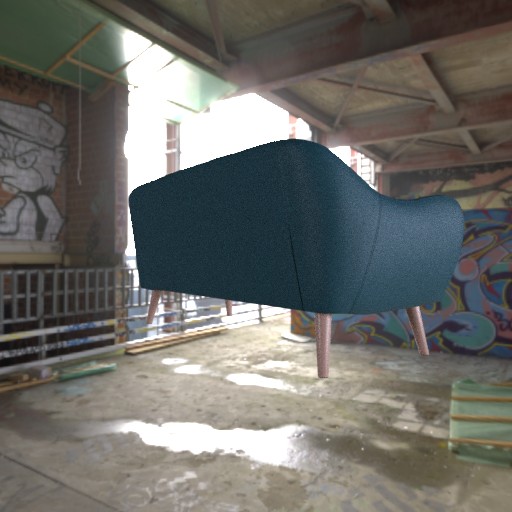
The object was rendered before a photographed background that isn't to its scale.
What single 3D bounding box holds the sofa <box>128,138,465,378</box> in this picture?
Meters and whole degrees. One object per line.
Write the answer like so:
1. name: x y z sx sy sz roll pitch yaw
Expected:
1. sofa: 0.000 0.000 2.296 0.820 0.836 1.840 0 0 -36
